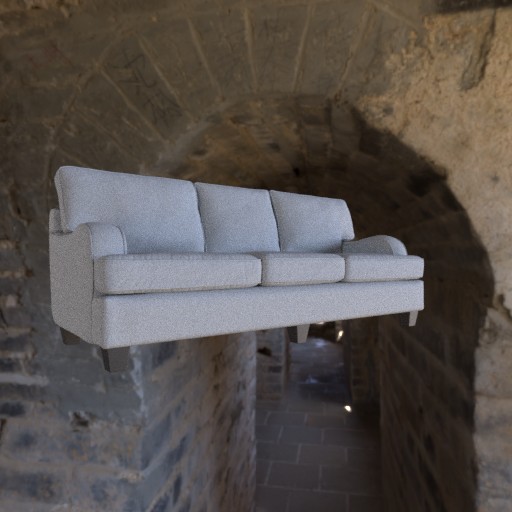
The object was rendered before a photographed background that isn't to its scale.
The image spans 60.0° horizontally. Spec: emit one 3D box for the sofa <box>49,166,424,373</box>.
[{"bbox_3d":[0.000,0.000,2.884,2.323,0.997,1.016,0,0,-37],"label":"sofa"}]
